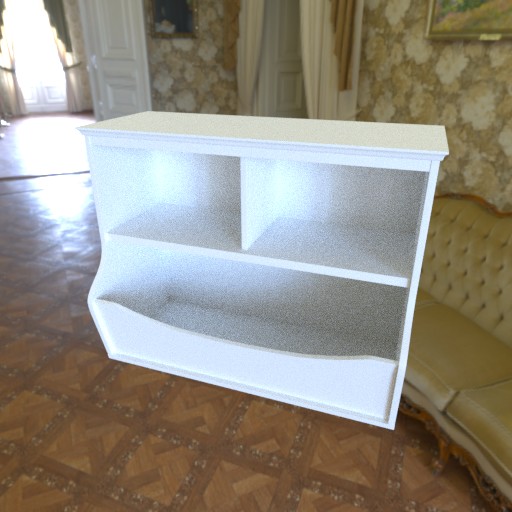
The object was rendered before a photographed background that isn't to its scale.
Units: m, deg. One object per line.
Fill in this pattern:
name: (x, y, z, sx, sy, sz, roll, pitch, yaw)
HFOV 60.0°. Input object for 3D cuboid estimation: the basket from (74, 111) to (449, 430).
basket: (0.000, 0.000, 1.119, 0.792, 0.625, 0.376, 9, 26, 18)
